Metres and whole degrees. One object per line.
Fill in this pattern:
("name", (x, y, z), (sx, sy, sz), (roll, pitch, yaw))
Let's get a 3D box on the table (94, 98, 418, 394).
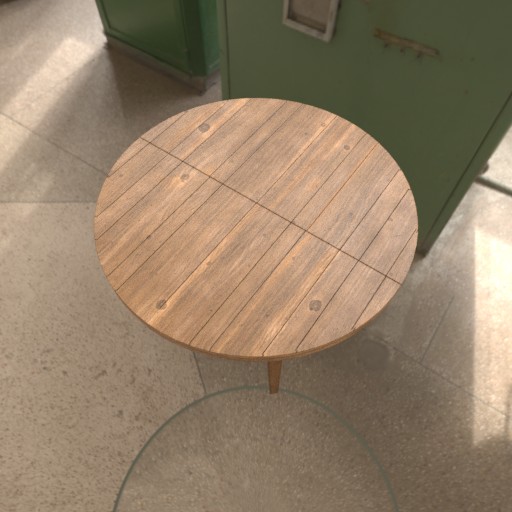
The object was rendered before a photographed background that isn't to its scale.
("table", (0.000, 0.000, 2.012), (1.213, 0.764, 1.213), (0, 58, 0))
